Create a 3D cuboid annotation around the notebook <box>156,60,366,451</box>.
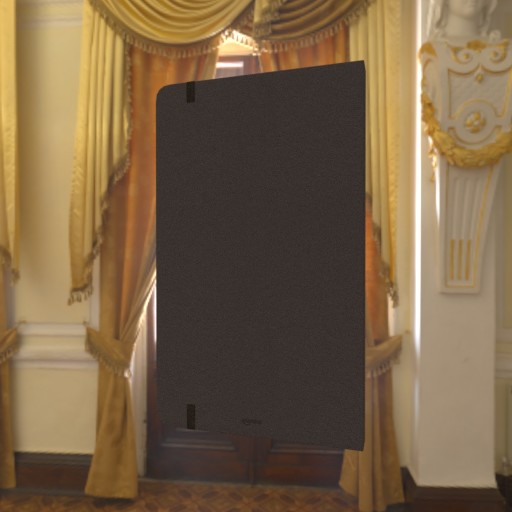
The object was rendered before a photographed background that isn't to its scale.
[{"bbox_3d":[0.000,0.000,0.266,0.127,0.213,0.016,0,0,17],"label":"notebook"}]
